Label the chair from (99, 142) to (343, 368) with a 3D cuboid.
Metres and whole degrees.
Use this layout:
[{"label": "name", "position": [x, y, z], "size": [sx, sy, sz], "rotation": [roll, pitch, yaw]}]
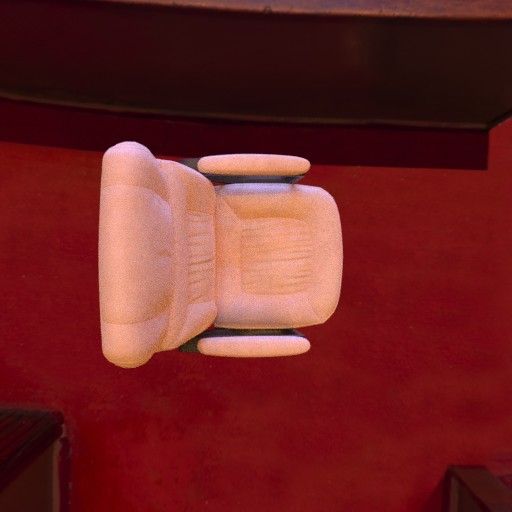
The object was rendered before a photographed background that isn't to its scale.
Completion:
[{"label": "chair", "position": [0.000, 0.000, 1.502], "size": [0.724, 1.105, 0.667], "rotation": [0, 90, -1]}]
